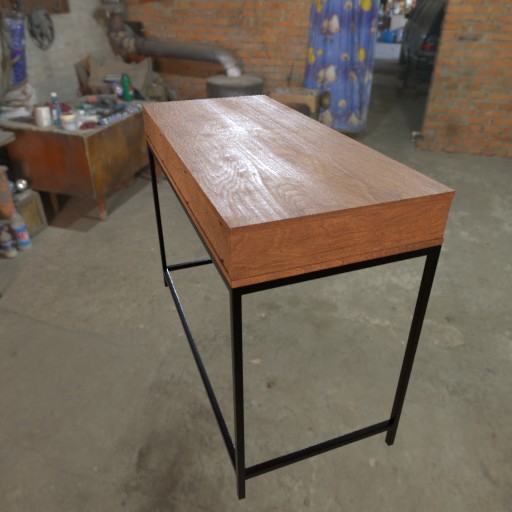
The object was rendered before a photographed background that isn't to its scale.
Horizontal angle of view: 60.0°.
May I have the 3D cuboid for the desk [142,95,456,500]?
[{"bbox_3d":[0.000,0.000,1.392,0.470,0.762,1.016,-11,32,-18],"label":"desk"}]
